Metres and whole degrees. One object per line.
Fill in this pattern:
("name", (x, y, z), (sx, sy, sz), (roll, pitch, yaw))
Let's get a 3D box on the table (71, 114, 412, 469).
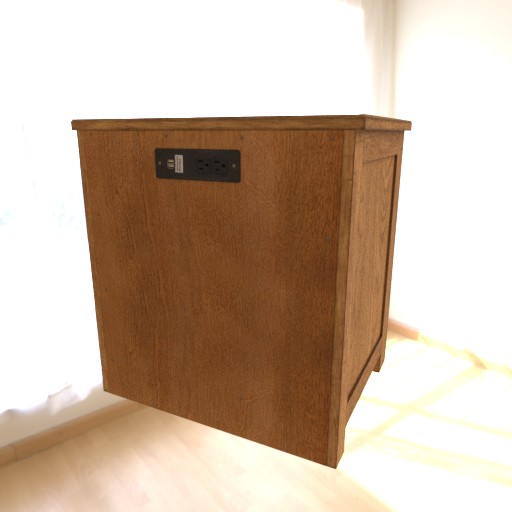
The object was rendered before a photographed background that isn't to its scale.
("table", (0.000, 0.000, 1.067), (0.601, 0.625, 0.494), (8, 17, 26))
